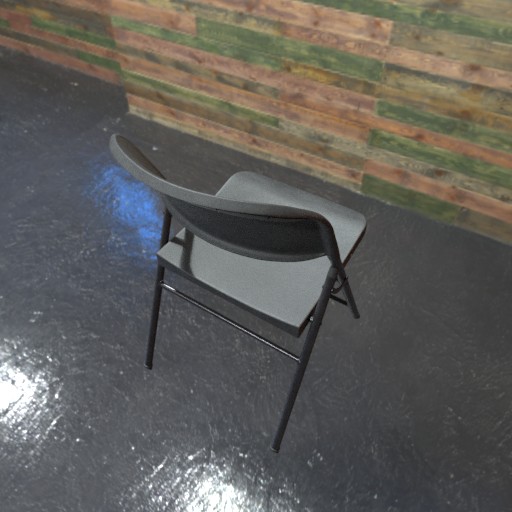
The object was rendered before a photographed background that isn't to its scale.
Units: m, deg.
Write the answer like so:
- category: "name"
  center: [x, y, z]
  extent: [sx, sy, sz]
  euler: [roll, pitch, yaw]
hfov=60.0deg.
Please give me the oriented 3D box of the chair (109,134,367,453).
- category: "chair"
  center: [0.000, 0.000, 1.162]
  extent: [0.494, 0.810, 0.566]
  euler: [25, 51, 22]
